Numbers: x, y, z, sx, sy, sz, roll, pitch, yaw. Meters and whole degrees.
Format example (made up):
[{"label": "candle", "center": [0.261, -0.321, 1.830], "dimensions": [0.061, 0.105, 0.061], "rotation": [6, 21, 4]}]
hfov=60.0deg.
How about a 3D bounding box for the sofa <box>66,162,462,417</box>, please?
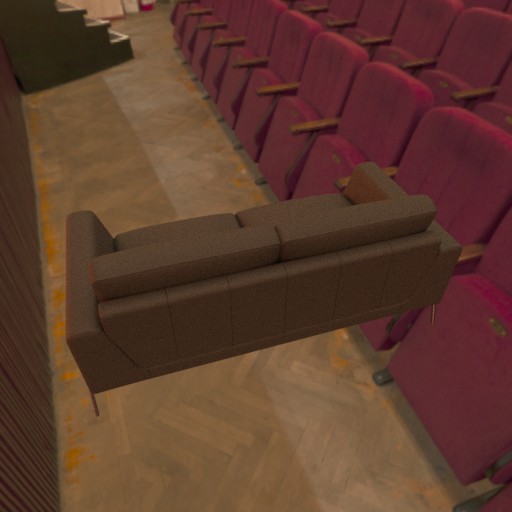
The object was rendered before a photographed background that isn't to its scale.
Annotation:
[{"label": "sofa", "center": [0.000, 0.000, 2.546], "dimensions": [2.017, 0.875, 0.953], "rotation": [-12, 43, -13]}]
